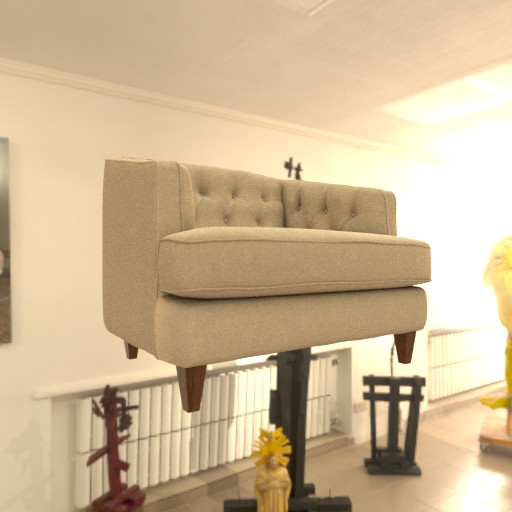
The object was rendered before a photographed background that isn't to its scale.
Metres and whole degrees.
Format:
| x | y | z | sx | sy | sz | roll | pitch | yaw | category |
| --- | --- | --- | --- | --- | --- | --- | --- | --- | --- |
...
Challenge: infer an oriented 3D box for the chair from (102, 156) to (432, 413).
| x | y | z | sx | sy | sz | roll | pitch | yaw | category |
| --- | --- | --- | --- | --- | --- | --- | --- | --- | --- |
| 0.000 | 0.000 | 1.781 | 1.104 | 0.852 | 0.941 | 0 | 0 | -35 | chair |
